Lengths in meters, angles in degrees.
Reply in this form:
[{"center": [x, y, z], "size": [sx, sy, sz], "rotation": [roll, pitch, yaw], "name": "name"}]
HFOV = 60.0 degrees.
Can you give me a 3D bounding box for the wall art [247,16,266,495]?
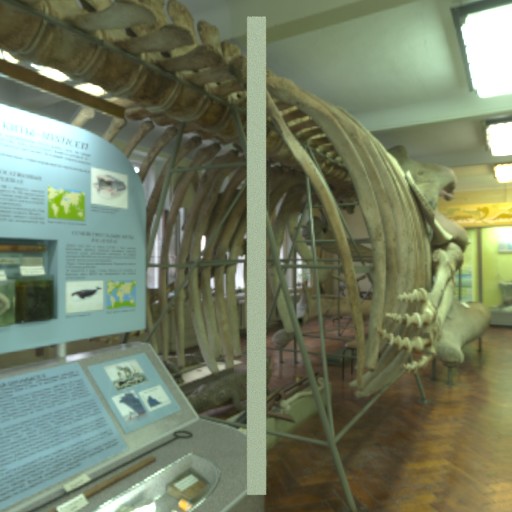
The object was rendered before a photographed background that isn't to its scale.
[{"center": [0.000, 0.000, 0.765], "size": [0.025, 0.608, 0.405], "rotation": [0, 0, 0], "name": "wall art"}]
